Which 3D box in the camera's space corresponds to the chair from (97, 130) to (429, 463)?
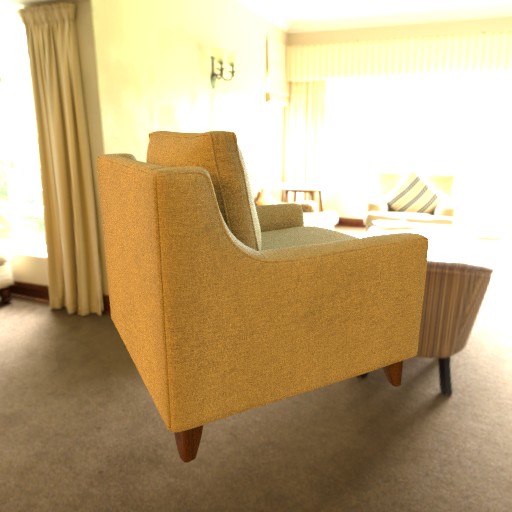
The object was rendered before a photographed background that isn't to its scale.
[{"bbox_3d":[0.000,0.000,1.587,0.918,0.864,0.838,-8,17,-26],"label":"chair"}]
